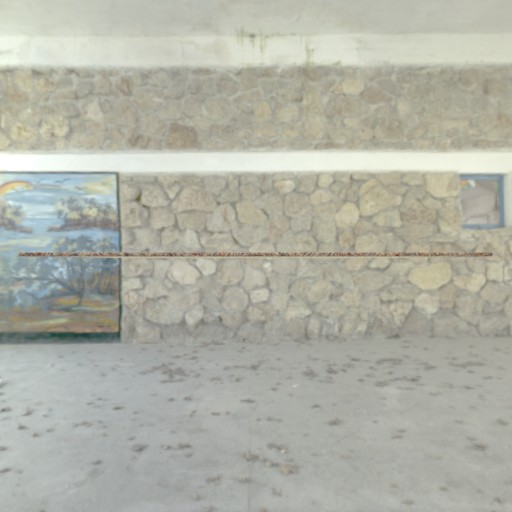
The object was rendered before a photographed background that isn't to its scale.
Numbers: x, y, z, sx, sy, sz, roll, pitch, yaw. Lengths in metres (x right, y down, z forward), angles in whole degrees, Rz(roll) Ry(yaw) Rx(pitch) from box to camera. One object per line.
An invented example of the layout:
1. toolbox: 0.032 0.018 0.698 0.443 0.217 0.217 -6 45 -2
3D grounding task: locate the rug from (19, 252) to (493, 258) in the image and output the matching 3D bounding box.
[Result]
1. rug: 0.000 0.000 2.892 2.285 0.019 1.523 0 -1 0
